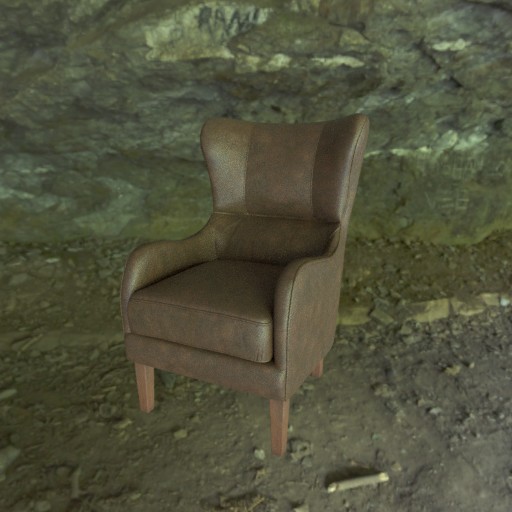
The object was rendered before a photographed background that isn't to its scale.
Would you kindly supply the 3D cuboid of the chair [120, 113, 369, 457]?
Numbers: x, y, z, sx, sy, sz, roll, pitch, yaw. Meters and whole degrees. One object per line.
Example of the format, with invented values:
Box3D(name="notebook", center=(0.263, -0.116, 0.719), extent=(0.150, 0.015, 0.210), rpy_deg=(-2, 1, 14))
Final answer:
Box3D(name="chair", center=(0.000, 0.000, 1.684), extent=(0.692, 1.048, 0.914), rpy_deg=(7, 16, 25))
